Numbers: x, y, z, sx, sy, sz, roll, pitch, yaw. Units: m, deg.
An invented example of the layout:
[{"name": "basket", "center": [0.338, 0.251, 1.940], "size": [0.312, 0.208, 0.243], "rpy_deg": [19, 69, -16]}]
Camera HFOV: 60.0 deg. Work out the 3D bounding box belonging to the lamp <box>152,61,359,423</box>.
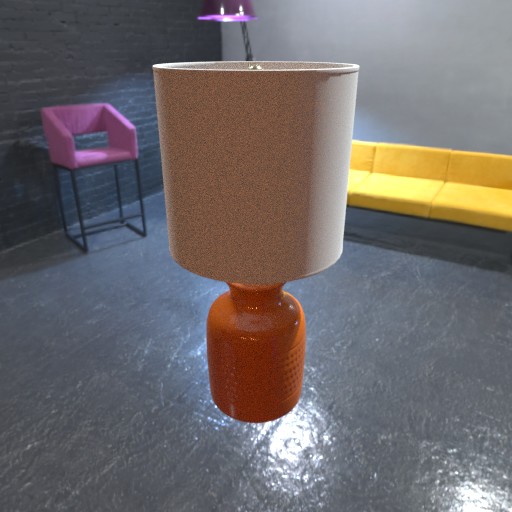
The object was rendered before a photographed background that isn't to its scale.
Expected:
[{"name": "lamp", "center": [0.000, 0.000, 1.100], "size": [0.418, 0.871, 0.418], "rpy_deg": [16, 30, 30]}]
